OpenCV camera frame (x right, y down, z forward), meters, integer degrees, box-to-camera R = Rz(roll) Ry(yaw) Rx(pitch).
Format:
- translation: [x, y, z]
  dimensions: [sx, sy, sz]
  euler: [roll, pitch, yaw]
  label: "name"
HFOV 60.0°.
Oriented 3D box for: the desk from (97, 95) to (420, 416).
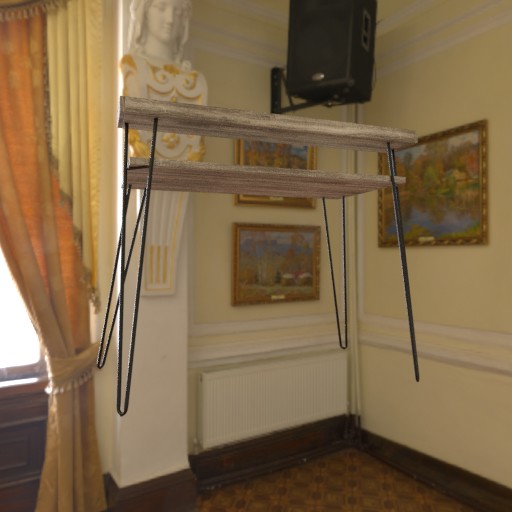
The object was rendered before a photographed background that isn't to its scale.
- translation: [0.000, 0.000, 1.682]
  dimensions: [1.135, 0.899, 0.605]
  euler: [0, 0, -20]
  label: "desk"
